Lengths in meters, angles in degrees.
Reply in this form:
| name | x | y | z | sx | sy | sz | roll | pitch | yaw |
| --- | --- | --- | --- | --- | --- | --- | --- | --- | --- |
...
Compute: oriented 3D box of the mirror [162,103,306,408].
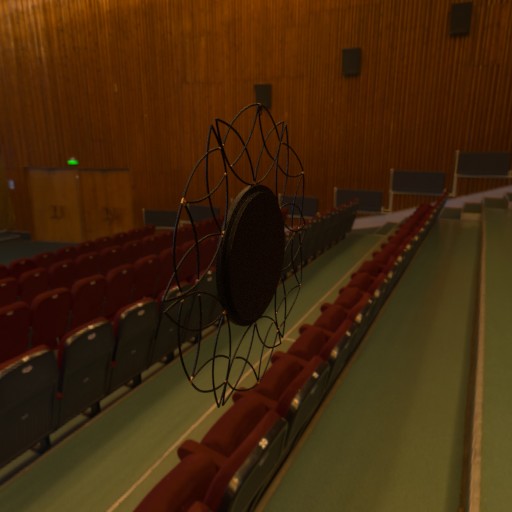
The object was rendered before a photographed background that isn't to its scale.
| name | x | y | z | sx | sy | sz | roll | pitch | yaw |
| --- | --- | --- | --- | --- | --- | --- | --- | --- | --- |
| mirror | 0.000 | 0.000 | 1.188 | 0.028 | 0.775 | 0.797 | 8 | 18 | 25 |
